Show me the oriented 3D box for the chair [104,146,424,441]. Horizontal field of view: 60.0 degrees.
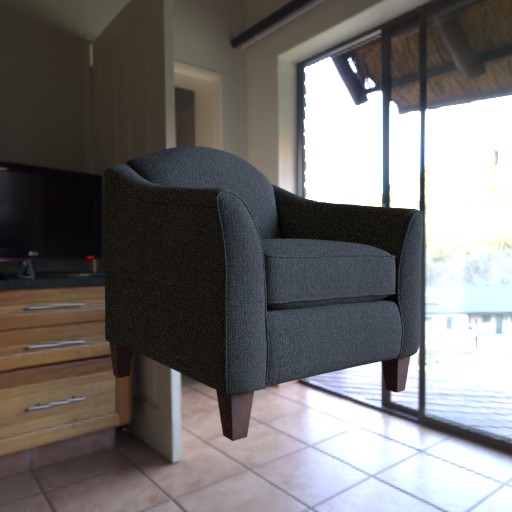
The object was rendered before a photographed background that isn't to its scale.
[{"bbox_3d":[0.000,0.000,1.454,0.763,0.839,0.787,0,0,-36],"label":"chair"}]
